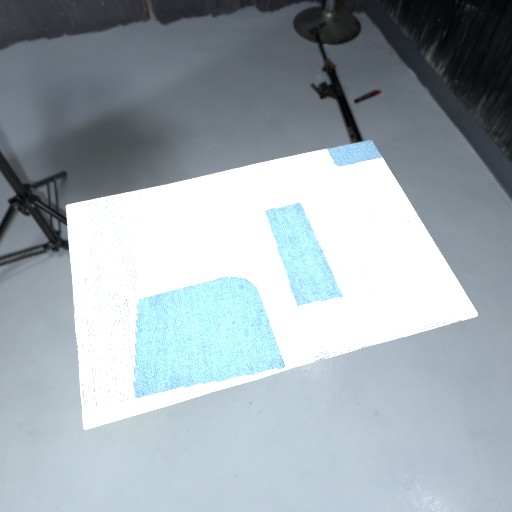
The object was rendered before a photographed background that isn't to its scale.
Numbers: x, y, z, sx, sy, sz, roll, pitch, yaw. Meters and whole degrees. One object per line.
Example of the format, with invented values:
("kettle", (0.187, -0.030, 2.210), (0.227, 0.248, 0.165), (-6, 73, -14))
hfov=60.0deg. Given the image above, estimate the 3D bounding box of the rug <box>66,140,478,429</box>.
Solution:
("rug", (0.000, 0.000, 2.291), (1.847, 0.020, 1.238), (-14, 59, -9))
